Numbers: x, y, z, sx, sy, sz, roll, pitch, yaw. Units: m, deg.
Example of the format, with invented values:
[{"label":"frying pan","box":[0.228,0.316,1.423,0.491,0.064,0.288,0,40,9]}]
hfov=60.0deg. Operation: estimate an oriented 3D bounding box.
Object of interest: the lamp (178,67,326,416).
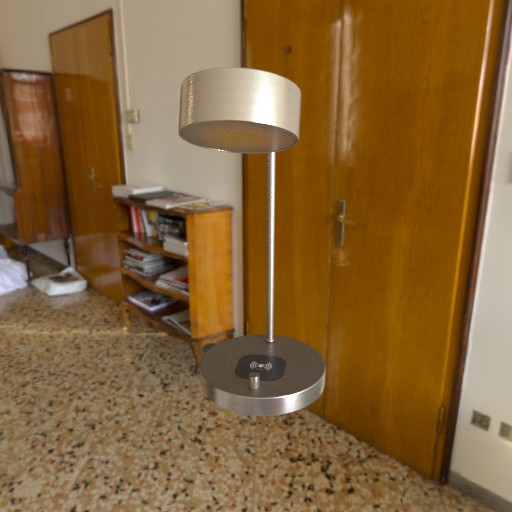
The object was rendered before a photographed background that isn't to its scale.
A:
[{"label":"lamp","box":[0.000,0.000,0.636,0.211,0.469,0.334,3,16,10]}]
